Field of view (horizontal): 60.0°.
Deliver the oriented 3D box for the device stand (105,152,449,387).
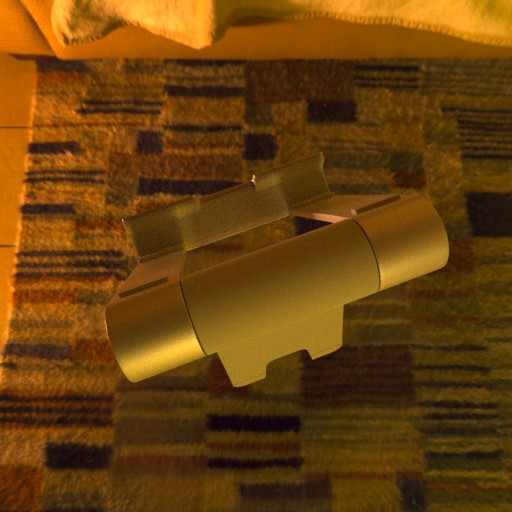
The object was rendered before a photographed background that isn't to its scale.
[{"bbox_3d":[0.000,0.000,0.152,0.086,0.084,0.079,-20,76,-5],"label":"device stand"}]
